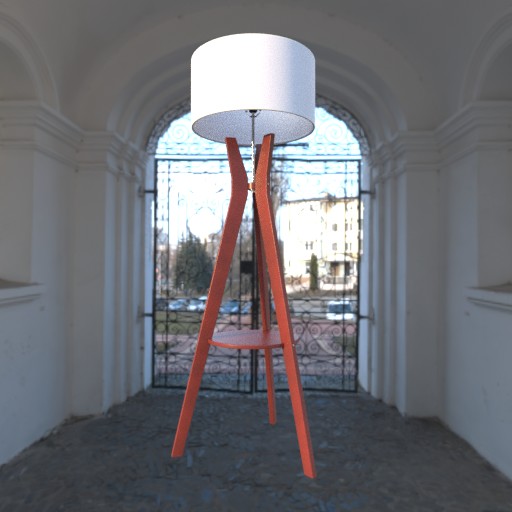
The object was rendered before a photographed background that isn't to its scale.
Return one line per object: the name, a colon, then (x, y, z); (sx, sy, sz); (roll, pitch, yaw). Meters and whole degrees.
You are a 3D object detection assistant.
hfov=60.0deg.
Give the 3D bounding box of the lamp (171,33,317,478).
lamp: (0.000, 0.000, 1.732); (0.539, 1.472, 0.542); (0, -1, 18)
